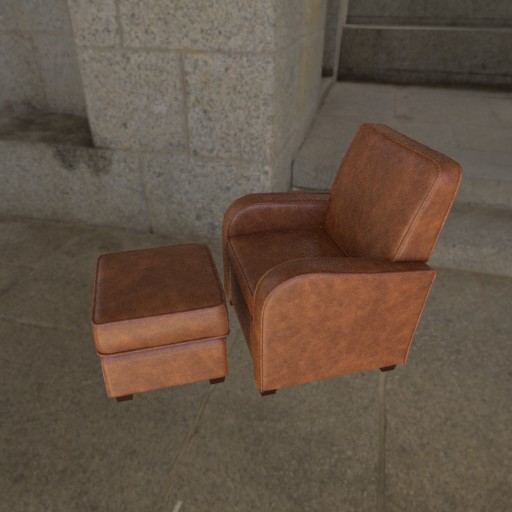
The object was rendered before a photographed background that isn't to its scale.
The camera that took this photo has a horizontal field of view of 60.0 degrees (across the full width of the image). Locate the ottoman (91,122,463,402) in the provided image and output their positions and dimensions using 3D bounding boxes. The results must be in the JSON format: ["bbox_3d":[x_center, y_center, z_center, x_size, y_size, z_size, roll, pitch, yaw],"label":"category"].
[{"bbox_3d":[0.000,0.000,1.836,1.314,0.904,0.732,-8,32,-12],"label":"ottoman"}]
